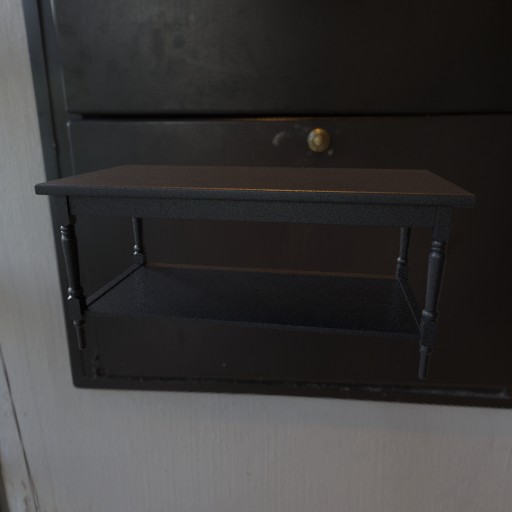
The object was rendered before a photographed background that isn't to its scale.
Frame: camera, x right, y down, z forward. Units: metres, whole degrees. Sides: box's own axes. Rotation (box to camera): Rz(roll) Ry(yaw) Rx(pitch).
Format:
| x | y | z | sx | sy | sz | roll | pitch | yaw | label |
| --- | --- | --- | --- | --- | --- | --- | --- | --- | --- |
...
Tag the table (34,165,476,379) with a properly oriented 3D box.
| x | y | z | sx | sy | sz | roll | pitch | yaw | label |
| --- | --- | --- | --- | --- | --- | --- | --- | --- | --- |
| 0.000 | 0.000 | 1.426 | 1.107 | 0.510 | 0.550 | 3 | 17 | 9 | table |
